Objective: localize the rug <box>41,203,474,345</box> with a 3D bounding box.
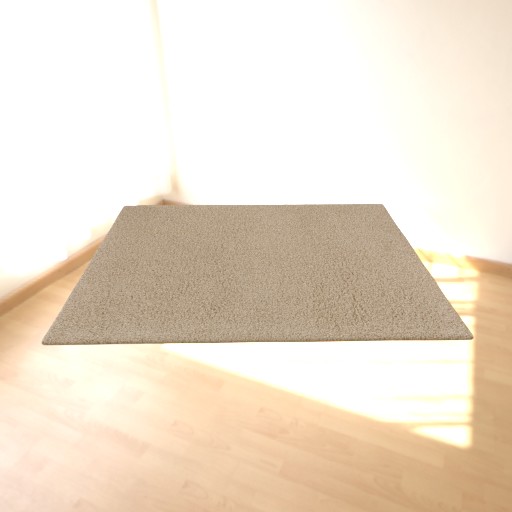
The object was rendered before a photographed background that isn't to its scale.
[{"bbox_3d":[0.000,0.000,4.158,3.047,0.029,2.438,-1,30,-1],"label":"rug"}]
